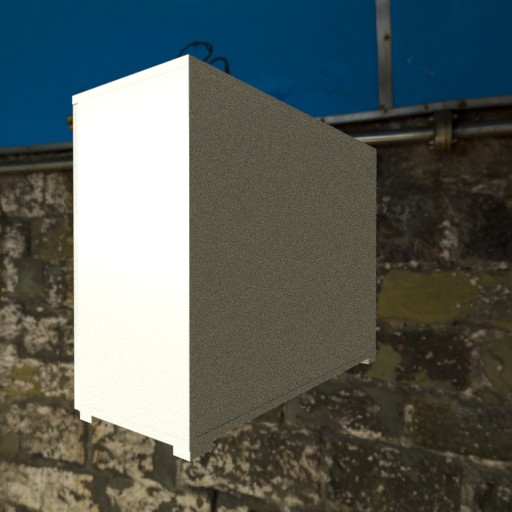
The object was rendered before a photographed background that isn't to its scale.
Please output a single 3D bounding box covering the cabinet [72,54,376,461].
[{"bbox_3d":[0.000,0.000,1.390,0.400,0.800,1.000,1,1,36],"label":"cabinet"}]
